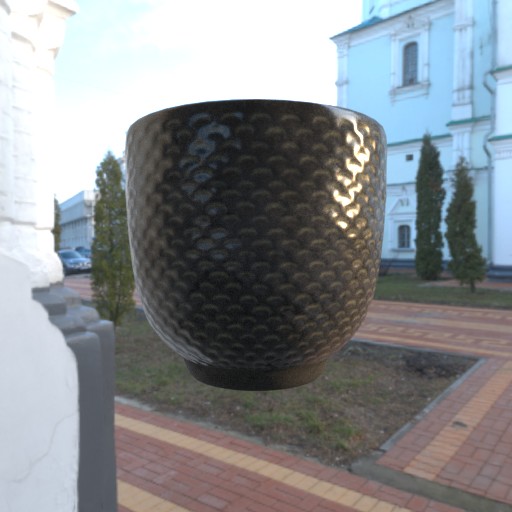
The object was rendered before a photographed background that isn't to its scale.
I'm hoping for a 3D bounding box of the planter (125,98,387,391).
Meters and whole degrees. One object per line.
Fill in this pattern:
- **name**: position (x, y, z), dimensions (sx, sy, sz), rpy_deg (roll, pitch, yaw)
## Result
- **planter**: position (0.000, 0.000, 0.305), dimensions (0.172, 0.160, 0.172), rpy_deg (0, 1, 0)
